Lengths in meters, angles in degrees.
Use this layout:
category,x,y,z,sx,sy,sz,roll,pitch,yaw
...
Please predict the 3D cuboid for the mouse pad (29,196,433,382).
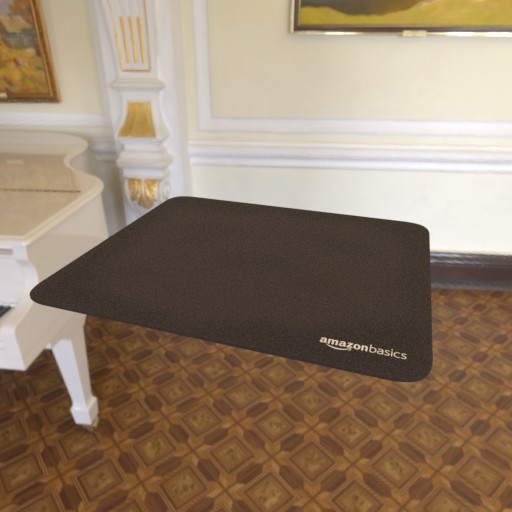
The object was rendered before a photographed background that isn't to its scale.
category,x,y,z,sx,sy,sz,roll,pitch,yaw
mouse pad,0.000,0.000,0.334,0.249,0.002,0.211,9,28,17
